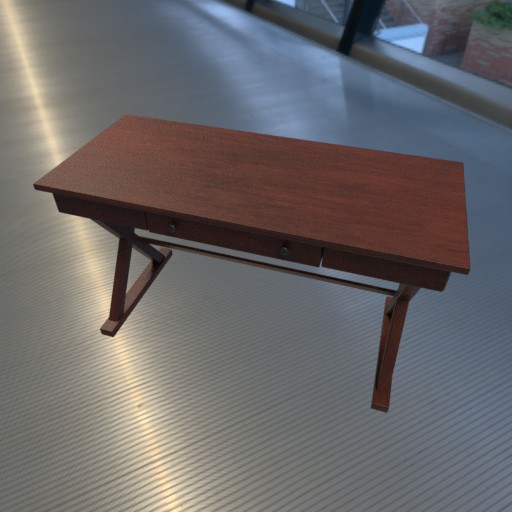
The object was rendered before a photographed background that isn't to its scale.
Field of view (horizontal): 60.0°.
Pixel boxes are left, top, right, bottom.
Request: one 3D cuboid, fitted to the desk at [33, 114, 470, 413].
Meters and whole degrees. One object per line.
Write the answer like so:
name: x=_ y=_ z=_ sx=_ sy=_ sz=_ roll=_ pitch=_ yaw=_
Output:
desk: x=0.000 y=0.000 z=1.782 sx=1.372 sy=0.761 sz=0.600 roll=12 pitch=42 yaw=13
